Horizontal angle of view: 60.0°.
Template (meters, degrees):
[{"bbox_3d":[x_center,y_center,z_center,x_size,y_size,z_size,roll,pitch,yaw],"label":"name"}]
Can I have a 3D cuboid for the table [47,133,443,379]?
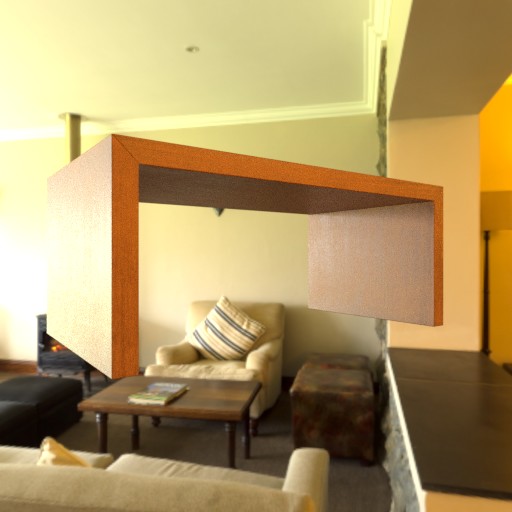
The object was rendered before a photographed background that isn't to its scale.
[{"bbox_3d":[0.000,0.000,1.268,1.000,0.419,0.549,0,0,-36],"label":"table"}]
